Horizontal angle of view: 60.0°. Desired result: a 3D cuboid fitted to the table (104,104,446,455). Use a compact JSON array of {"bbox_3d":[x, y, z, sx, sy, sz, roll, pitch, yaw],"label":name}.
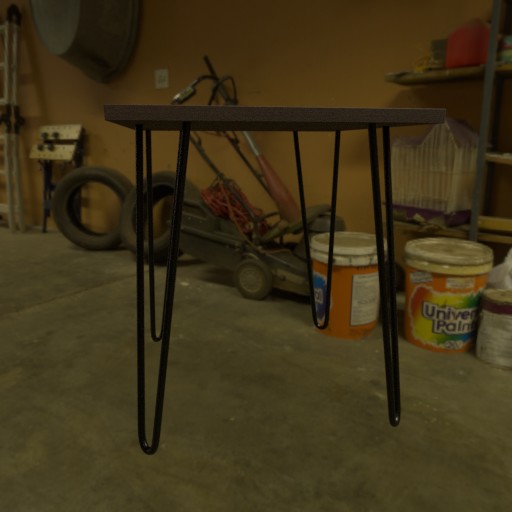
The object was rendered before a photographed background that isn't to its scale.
[{"bbox_3d":[0.000,0.000,0.931,0.495,0.559,0.495,-2,14,-10],"label":"table"}]
